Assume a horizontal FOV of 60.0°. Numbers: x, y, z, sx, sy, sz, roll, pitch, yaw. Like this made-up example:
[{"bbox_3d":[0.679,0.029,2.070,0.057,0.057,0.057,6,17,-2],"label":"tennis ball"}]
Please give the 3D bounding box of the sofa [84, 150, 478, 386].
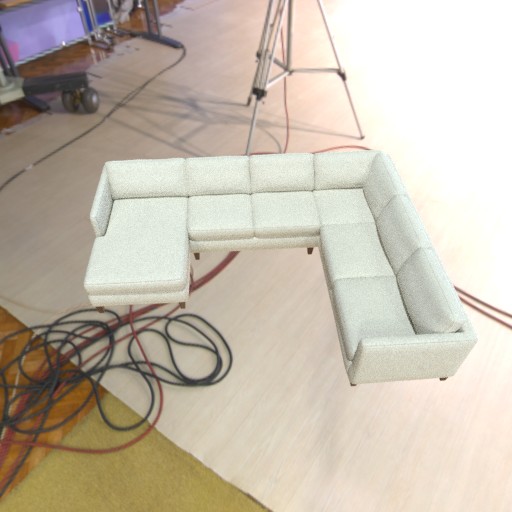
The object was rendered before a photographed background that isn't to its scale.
[{"bbox_3d":[0.000,0.000,4.314,3.238,0.853,2.551,-3,47,-3],"label":"sofa"}]
